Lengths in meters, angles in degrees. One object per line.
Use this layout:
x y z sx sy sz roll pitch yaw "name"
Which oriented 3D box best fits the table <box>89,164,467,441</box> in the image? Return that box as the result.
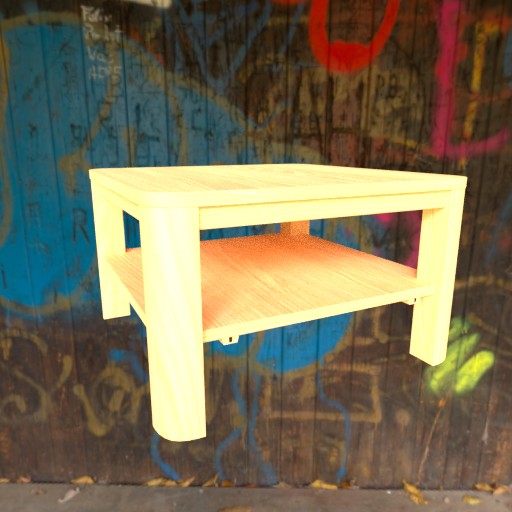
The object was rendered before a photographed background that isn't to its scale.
0.000 0.000 1.213 0.750 0.450 0.750 -7 16 -26 "table"
